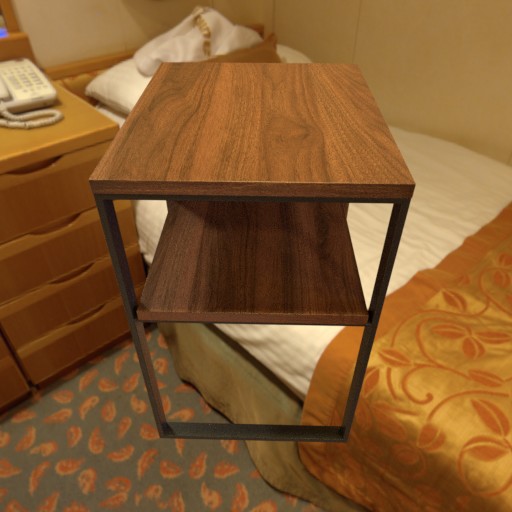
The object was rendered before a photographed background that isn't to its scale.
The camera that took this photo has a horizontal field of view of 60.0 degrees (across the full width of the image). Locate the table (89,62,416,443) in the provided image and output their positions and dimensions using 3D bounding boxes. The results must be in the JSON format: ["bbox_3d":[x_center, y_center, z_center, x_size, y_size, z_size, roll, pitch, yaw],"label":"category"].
[{"bbox_3d":[0.000,0.000,1.525,0.660,1.041,0.786,1,40,1],"label":"table"}]
